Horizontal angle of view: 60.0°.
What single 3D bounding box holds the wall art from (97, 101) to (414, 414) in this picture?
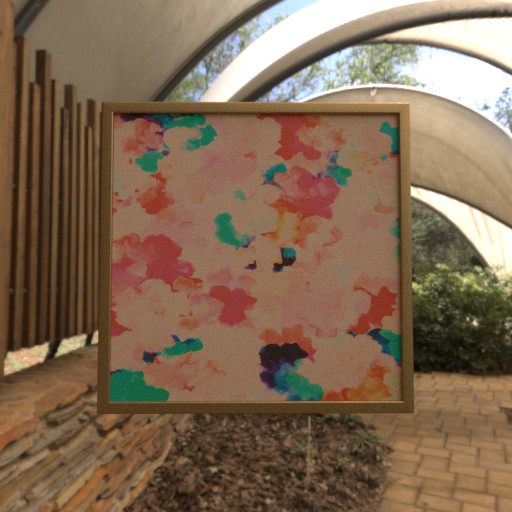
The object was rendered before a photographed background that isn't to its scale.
[{"bbox_3d":[0.000,0.000,0.742,0.510,0.509,0.037,0,-2,-1],"label":"wall art"}]
